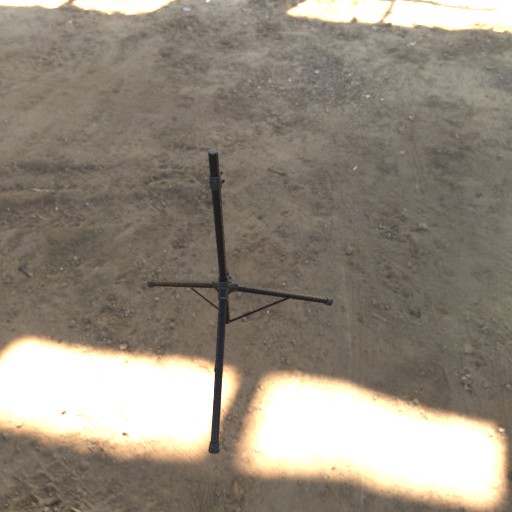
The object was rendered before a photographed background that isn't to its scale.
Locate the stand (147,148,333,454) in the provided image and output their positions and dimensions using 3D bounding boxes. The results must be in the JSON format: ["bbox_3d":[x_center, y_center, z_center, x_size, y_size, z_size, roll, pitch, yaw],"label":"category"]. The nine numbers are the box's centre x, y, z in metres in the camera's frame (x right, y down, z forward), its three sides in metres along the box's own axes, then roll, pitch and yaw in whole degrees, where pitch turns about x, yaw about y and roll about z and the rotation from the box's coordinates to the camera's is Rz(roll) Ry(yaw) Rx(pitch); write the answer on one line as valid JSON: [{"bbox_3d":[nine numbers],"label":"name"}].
[{"bbox_3d":[0.000,0.000,1.903,0.907,1.136,1.045,-17,49,-15],"label":"stand"}]
